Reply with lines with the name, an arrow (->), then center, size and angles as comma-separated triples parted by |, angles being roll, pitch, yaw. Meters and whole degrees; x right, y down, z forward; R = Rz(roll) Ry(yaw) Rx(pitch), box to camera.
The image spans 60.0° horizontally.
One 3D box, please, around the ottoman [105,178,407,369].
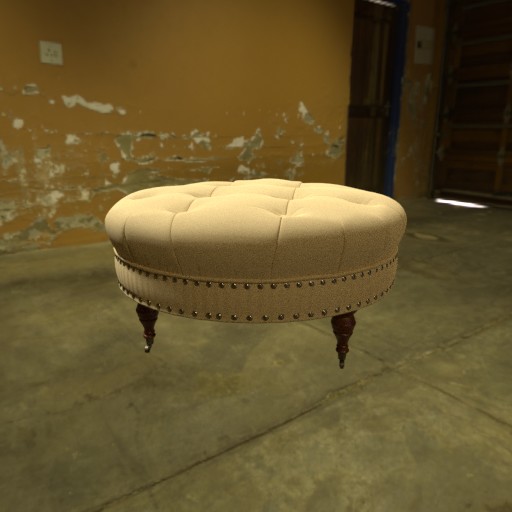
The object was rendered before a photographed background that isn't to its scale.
ottoman -> 0.000, 0.000, 1.404 | 0.901, 0.439, 0.901 | 0, 15, 0
